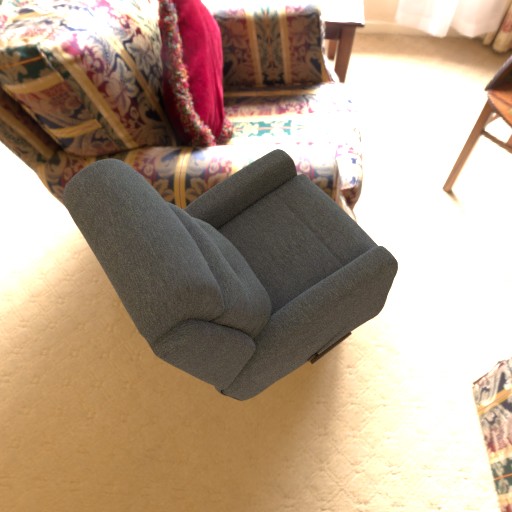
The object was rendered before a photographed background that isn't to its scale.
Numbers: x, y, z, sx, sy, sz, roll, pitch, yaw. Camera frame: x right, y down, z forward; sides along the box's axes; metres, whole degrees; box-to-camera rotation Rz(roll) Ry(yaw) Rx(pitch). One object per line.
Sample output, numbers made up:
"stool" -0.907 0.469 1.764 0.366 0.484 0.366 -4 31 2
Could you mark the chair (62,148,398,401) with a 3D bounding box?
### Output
"chair" 0.000 0.000 1.712 1.043 1.013 0.798 -30 61 -18
